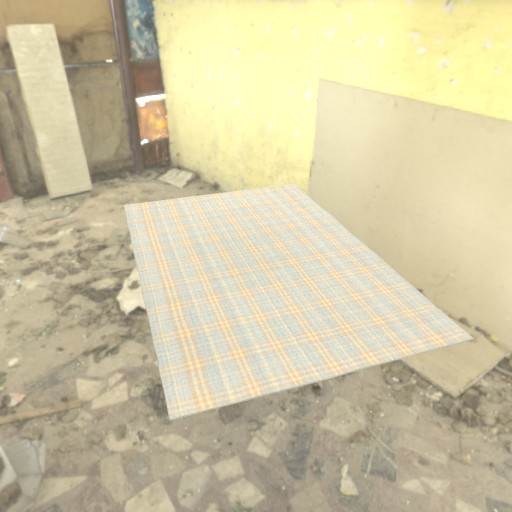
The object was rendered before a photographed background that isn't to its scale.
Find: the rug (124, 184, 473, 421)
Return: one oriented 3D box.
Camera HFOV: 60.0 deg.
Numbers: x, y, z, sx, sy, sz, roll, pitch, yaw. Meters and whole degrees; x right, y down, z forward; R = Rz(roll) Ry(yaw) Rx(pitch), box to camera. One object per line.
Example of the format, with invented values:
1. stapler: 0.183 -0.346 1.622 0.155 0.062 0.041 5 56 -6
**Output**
1. rug: 0.000 0.000 2.357 1.231 0.012 1.835 -10 31 -16
